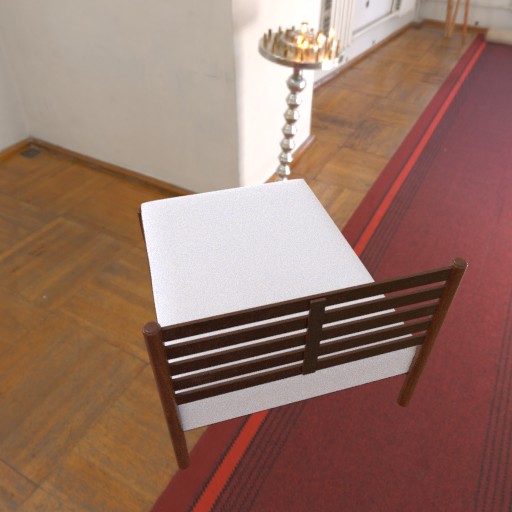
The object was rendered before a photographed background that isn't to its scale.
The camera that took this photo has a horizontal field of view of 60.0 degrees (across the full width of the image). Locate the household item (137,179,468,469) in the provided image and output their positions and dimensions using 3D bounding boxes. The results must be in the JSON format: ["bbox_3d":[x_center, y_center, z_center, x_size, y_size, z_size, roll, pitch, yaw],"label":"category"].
[{"bbox_3d":[0.000,0.000,3.349,1.663,1.356,2.232,-11,42,-12],"label":"household item"}]
